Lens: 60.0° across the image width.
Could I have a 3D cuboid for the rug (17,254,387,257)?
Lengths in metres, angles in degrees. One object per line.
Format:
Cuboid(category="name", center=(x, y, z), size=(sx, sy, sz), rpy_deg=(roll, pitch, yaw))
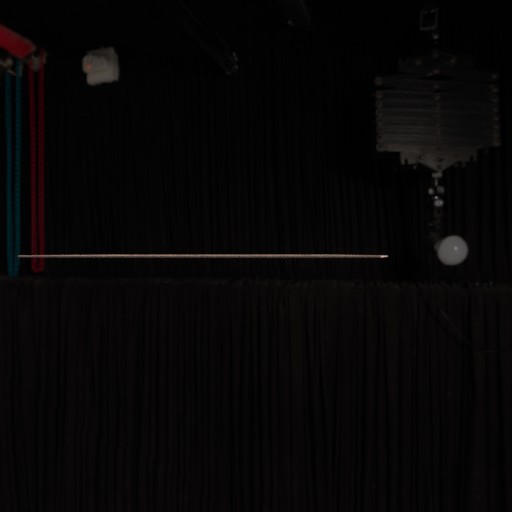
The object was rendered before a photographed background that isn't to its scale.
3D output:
Cuboid(category="rug", center=(0.000, 0.000, 4.224), size=(2.382, 0.018, 3.294), rpy_deg=(0, 0, 17))
